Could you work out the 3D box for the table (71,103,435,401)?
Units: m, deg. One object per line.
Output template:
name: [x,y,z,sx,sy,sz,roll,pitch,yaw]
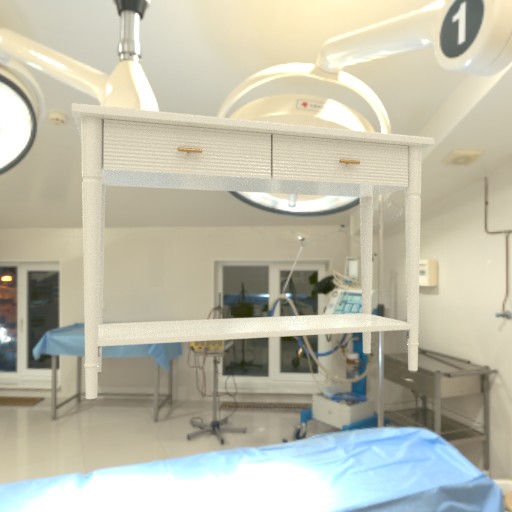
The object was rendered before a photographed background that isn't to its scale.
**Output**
table: [0.000,0.000,1.425,1.067,0.749,0.381,0,0,-17]
